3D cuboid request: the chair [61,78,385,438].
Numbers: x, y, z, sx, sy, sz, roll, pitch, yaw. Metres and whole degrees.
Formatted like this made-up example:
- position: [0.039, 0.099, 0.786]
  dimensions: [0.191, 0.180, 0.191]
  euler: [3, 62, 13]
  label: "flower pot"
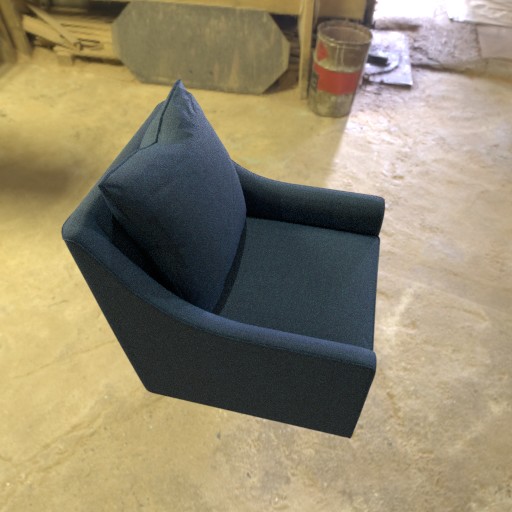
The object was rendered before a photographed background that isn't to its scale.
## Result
- position: [0.000, 0.000, 1.543]
  dimensions: [0.870, 0.939, 0.750]
  euler: [10, 47, 9]
  label: "chair"
